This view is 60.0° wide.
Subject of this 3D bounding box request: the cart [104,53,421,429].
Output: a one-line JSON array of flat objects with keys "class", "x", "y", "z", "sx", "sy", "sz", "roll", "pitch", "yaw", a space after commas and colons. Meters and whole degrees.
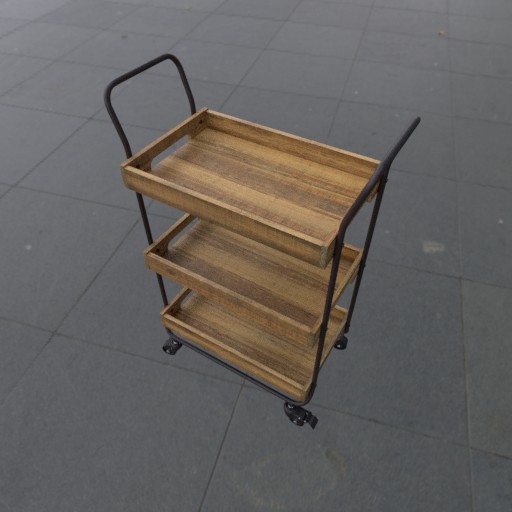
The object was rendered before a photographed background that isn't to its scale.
[{"class": "cart", "x": 0.000, "y": 0.000, "z": 1.145, "sx": 0.583, "sy": 0.857, "sz": 0.339, "roll": 23, "pitch": 49, "yaw": 22}]
